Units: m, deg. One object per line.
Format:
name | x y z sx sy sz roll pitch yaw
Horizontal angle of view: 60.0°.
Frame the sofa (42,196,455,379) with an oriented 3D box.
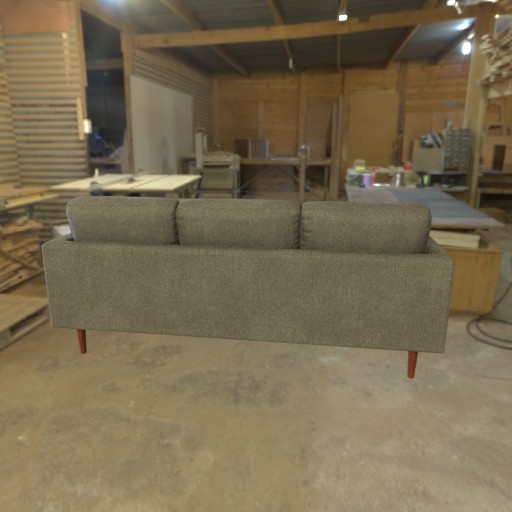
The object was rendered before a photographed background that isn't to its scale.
sofa | 0.000 0.000 3.097 2.233 0.956 1.504 2 15 8
